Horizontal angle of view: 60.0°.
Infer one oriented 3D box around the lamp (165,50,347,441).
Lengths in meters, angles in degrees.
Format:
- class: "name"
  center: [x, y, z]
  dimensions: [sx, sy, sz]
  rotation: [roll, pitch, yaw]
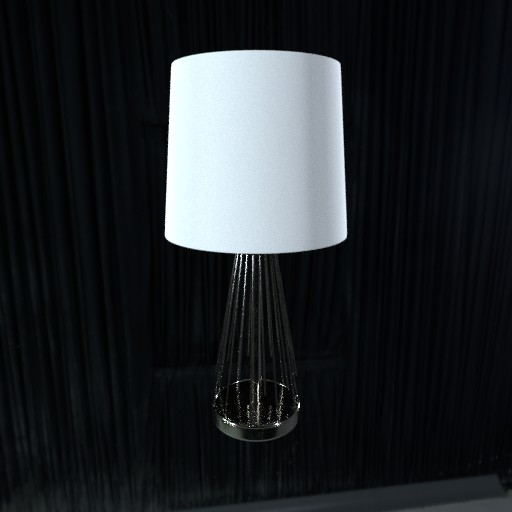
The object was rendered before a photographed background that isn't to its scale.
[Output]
- class: "lamp"
  center: [0.000, 0.000, 0.764]
  dimensions: [0.303, 0.618, 0.303]
  rotation: [0, 14, 0]
